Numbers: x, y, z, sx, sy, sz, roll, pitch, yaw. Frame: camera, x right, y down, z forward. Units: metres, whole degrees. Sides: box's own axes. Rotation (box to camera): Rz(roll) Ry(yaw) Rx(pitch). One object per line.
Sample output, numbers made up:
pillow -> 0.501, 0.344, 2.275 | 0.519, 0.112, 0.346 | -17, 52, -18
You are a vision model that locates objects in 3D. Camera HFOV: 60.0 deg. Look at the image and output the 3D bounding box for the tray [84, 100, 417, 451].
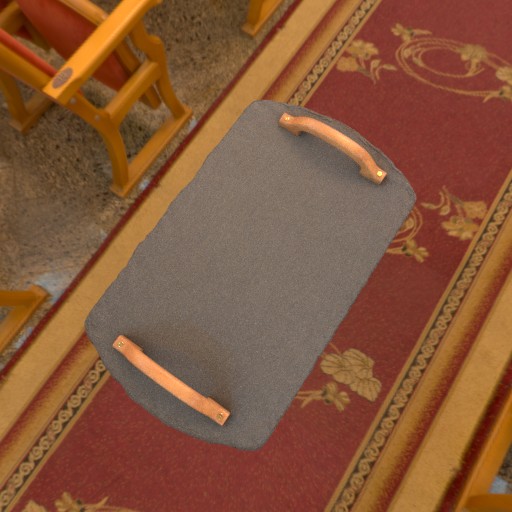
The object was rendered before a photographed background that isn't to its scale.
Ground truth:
tray -> 0.000, 0.000, 0.479 | 0.231, 0.062, 0.387 | 33, 78, 8
